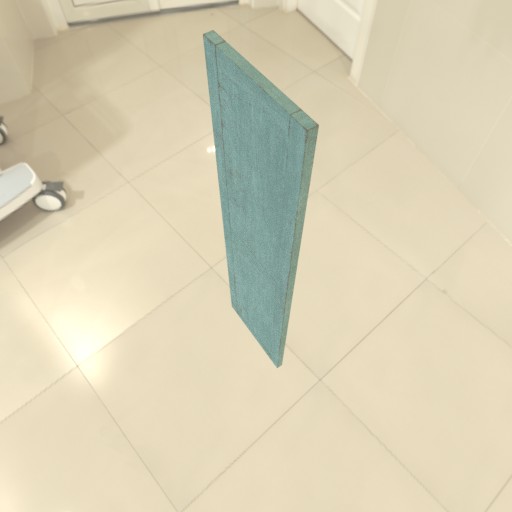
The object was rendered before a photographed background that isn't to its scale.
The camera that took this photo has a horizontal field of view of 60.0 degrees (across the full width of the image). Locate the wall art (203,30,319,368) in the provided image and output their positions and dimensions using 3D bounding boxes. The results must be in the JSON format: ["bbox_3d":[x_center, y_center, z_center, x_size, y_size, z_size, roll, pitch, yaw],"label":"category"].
[{"bbox_3d":[0.000,0.000,1.310,0.025,1.219,0.329,-30,63,-18],"label":"wall art"}]
